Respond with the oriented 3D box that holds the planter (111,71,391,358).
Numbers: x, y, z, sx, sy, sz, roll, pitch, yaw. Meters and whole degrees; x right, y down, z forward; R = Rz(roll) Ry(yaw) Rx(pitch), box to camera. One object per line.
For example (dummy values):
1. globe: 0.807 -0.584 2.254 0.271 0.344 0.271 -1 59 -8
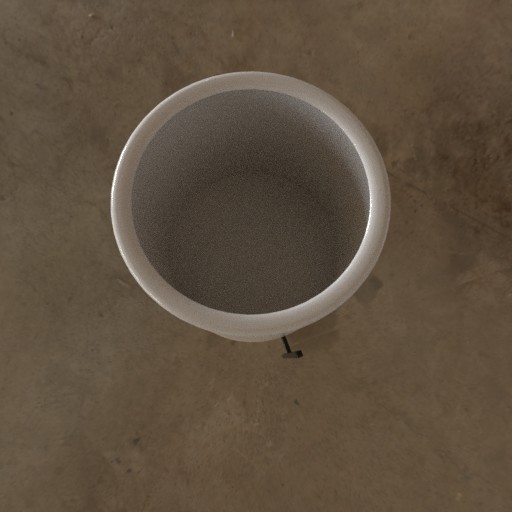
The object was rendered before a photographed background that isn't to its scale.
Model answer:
1. planter: 0.000 0.000 0.645 0.307 0.431 0.308 -20 78 -5
